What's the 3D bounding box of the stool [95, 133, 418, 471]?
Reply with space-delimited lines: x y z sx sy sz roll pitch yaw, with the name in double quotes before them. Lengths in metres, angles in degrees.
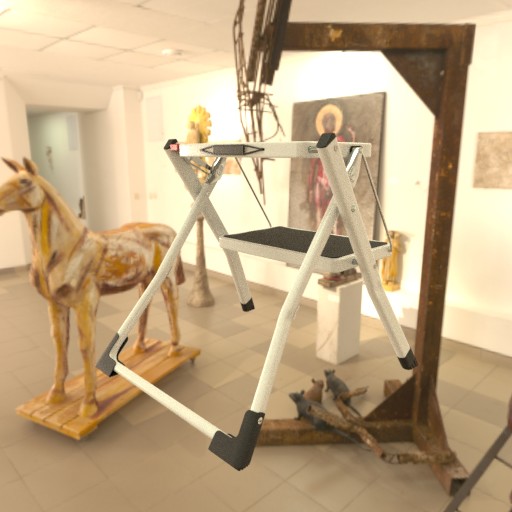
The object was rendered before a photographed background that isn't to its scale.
"stool" 0.000 0.000 0.857 0.490 0.445 0.485 -13 18 -43
